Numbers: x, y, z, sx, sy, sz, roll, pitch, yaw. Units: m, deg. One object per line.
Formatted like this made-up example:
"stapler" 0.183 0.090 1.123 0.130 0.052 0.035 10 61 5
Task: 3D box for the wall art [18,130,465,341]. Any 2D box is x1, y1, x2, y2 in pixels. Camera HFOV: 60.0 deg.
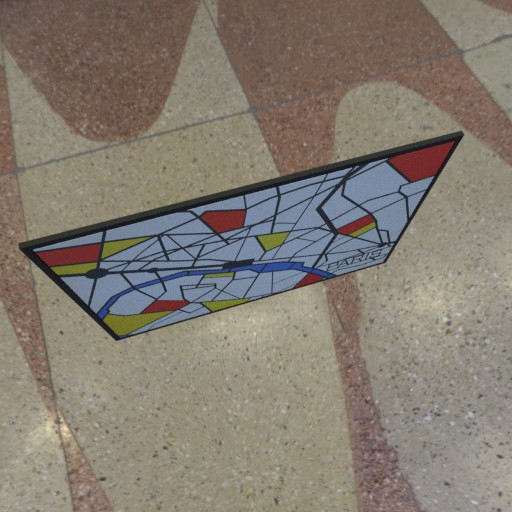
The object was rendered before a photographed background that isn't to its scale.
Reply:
"wall art" 0.000 0.000 1.220 0.963 0.665 0.013 -15 65 -7
